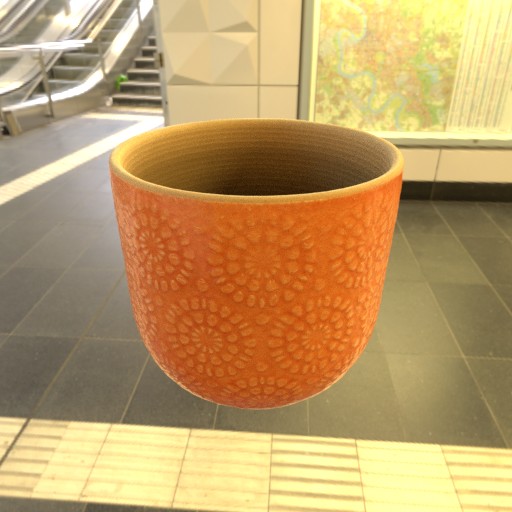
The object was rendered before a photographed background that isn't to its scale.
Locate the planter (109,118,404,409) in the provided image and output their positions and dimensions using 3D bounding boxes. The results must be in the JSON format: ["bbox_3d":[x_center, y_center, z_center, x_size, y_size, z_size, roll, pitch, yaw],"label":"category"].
[{"bbox_3d":[0.000,0.000,0.292,0.170,0.152,0.170,0,29,0],"label":"planter"}]
